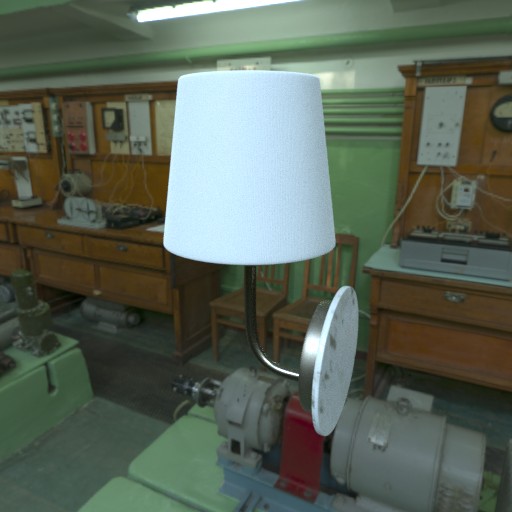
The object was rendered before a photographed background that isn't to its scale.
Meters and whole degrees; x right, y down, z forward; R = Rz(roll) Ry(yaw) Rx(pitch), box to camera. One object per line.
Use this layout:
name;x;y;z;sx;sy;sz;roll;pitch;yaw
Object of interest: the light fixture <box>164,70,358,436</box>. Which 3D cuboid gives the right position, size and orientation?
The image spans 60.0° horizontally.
light fixture;0.000;0.000;0.451;0.188;0.337;0.168;8;18;25
